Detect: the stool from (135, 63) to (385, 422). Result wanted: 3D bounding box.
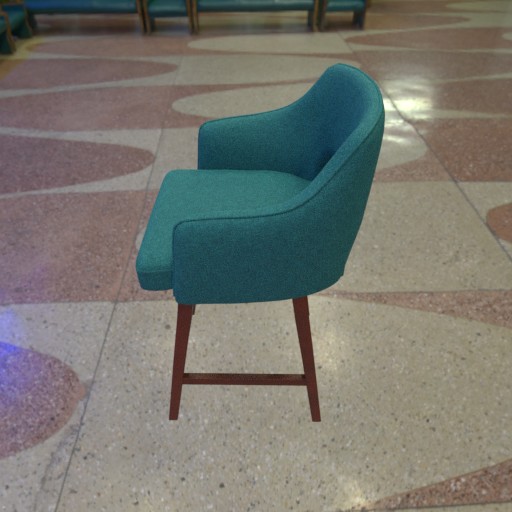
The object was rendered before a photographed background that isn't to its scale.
[{"bbox_3d":[0.000,0.000,1.267,0.556,0.961,0.548,0,40,1],"label":"stool"}]
